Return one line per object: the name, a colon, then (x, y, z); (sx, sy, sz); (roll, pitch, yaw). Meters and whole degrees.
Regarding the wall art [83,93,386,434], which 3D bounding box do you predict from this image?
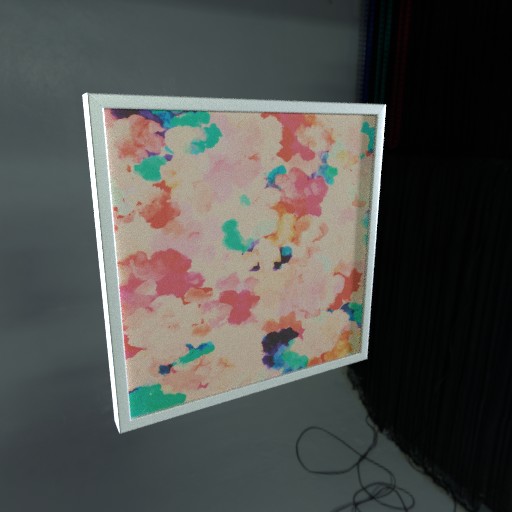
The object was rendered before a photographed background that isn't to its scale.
wall art: (0.000, 0.000, 0.761); (0.506, 0.505, 0.038); (-8, 18, -27)
